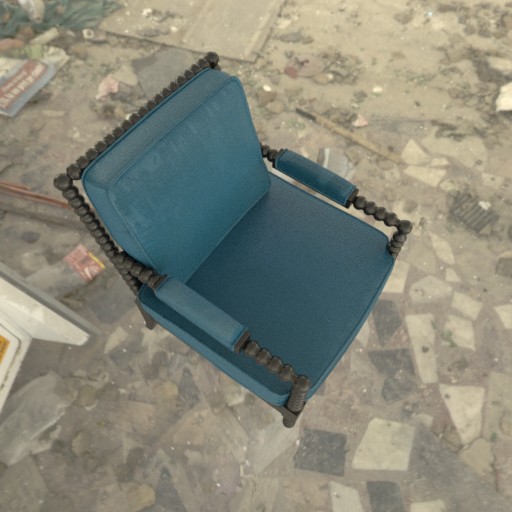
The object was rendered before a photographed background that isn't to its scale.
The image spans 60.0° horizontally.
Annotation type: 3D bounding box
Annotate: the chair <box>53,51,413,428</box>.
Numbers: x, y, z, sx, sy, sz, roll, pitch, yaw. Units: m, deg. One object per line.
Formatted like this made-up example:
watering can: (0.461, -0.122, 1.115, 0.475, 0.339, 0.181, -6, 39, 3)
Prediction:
chair: (0.000, 0.000, 1.458, 0.805, 0.857, 0.688, 32, 64, 17)
